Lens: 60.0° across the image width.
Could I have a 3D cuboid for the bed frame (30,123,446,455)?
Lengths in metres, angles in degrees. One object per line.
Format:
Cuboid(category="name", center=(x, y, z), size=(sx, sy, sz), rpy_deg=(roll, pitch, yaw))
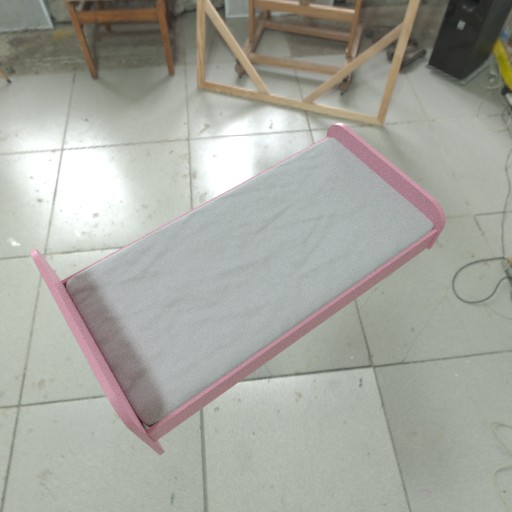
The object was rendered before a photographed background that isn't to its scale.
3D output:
Cuboid(category="bed frame", center=(0.000, 0.000, 2.502), size=(1.963, 0.805, 0.998), rpy_deg=(-32, 63, -18))
